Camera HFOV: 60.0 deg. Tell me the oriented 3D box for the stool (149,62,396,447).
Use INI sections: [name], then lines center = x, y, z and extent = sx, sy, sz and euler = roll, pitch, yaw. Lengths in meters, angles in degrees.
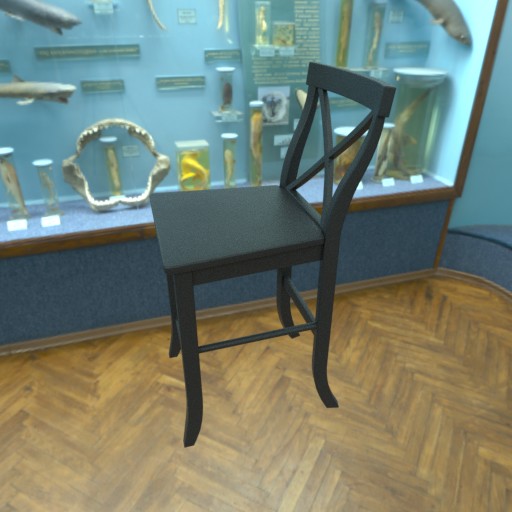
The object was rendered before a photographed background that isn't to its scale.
[stool]
center = 0.000, 0.000, 1.299
extent = 0.559, 0.989, 0.452
euler = -8, 31, -14
